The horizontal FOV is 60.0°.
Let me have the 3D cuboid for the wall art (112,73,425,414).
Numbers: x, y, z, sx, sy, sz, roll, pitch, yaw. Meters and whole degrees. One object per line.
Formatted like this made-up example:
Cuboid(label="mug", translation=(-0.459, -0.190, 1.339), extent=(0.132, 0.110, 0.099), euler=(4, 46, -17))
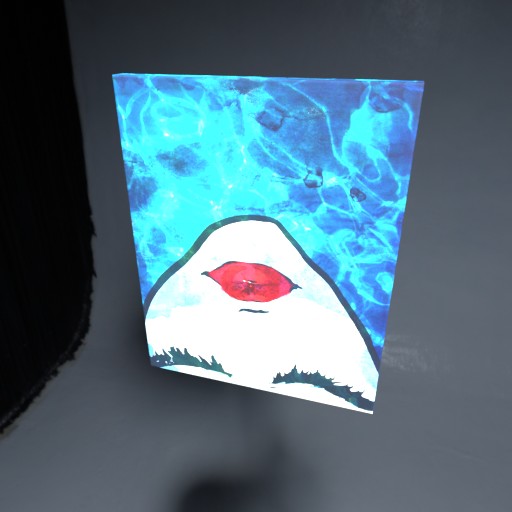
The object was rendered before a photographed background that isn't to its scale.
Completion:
Cuboid(label="wall art", translation=(0.000, 0.000, 1.016), extent=(0.609, 0.760, 0.038), euler=(8, 27, 15))
